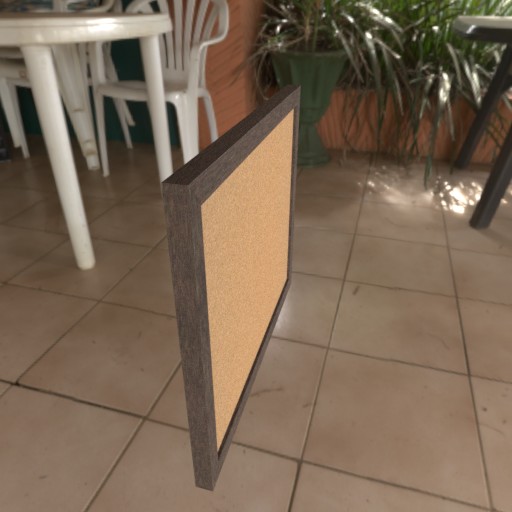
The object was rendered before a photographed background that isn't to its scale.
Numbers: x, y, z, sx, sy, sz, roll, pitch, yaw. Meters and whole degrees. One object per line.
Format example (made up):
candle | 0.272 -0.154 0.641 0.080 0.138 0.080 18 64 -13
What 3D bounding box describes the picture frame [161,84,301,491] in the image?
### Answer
picture frame | 0.000 0.000 0.739 0.026 0.455 0.546 8 31 13
